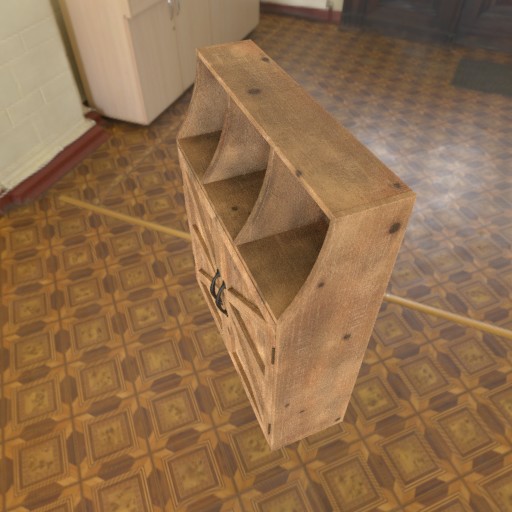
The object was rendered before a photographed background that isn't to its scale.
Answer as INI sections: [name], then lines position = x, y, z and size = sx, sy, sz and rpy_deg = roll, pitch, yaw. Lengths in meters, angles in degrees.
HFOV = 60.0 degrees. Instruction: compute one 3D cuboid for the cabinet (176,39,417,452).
[cabinet]
position = 0.000, 0.000, 0.835
size = 0.184, 0.590, 0.489
rpy_deg = -17, 49, -16
